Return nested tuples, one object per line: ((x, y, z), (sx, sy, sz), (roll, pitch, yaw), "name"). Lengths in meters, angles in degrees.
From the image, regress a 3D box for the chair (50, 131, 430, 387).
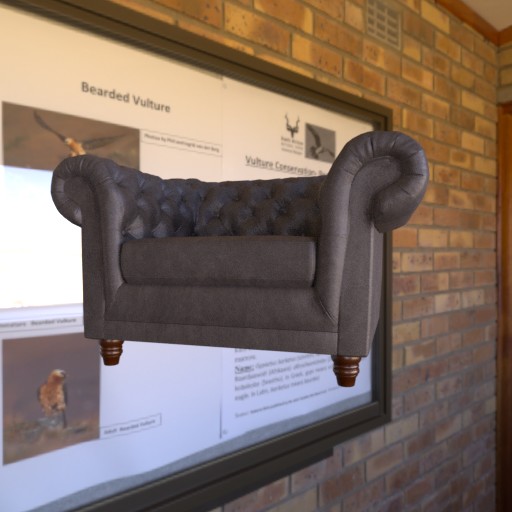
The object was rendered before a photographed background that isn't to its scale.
((0.000, 0.000, 1.848), (1.298, 0.780, 0.943), (0, 0, 18), "chair")
